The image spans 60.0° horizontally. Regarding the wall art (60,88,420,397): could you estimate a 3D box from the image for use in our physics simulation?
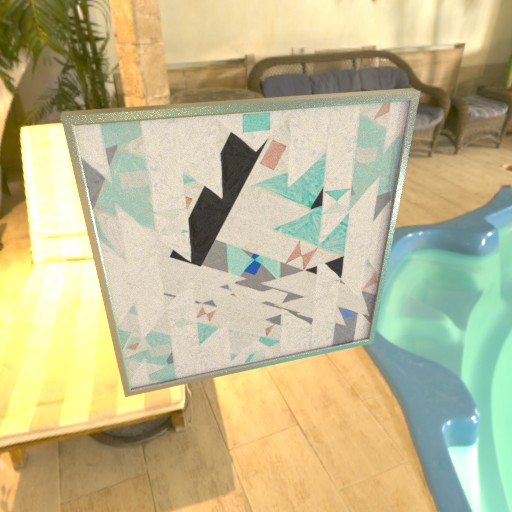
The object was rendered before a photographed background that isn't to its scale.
[{"bbox_3d":[0.000,0.000,1.190,0.806,0.806,0.038,-9,33,-14],"label":"wall art"}]
